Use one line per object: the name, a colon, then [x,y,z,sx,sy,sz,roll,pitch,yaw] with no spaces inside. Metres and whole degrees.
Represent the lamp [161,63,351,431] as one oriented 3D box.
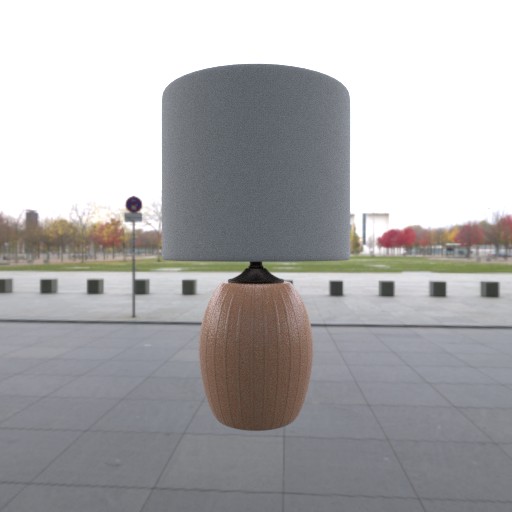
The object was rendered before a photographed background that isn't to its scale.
lamp: [0.000,0.000,0.791,0.329,0.570,0.329,0,1,0]
